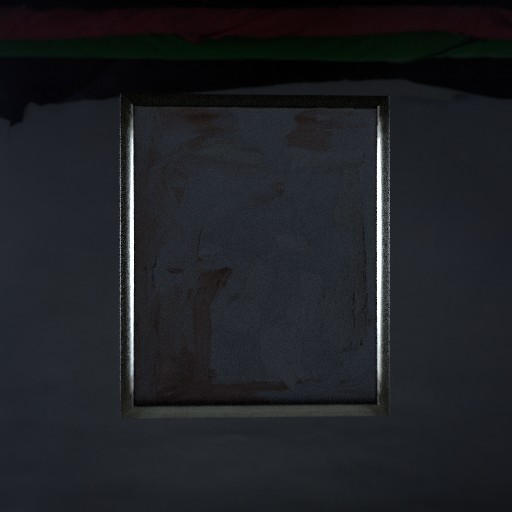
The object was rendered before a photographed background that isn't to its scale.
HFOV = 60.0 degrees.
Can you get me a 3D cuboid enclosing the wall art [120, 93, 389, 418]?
[{"bbox_3d":[0.000,0.000,0.621,0.381,0.457,0.023,0,0,-1],"label":"wall art"}]
